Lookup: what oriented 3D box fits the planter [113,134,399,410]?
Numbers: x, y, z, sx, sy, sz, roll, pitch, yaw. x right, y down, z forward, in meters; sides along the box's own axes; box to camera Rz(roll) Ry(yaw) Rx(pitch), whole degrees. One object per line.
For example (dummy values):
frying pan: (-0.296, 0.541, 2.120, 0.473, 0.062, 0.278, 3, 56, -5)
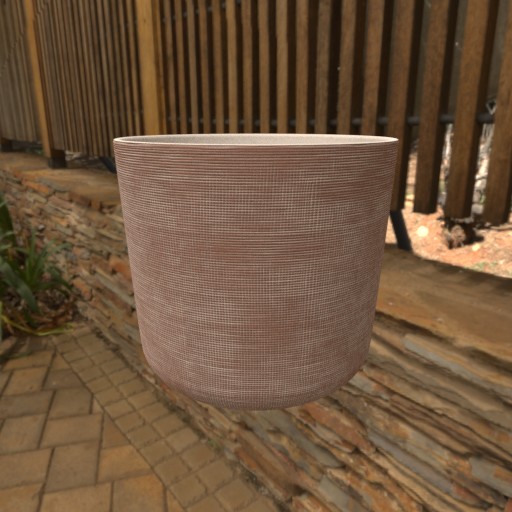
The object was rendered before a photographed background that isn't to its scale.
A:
planter: (0.000, 0.000, 0.771, 0.440, 0.398, 0.440, 0, 17, 0)
